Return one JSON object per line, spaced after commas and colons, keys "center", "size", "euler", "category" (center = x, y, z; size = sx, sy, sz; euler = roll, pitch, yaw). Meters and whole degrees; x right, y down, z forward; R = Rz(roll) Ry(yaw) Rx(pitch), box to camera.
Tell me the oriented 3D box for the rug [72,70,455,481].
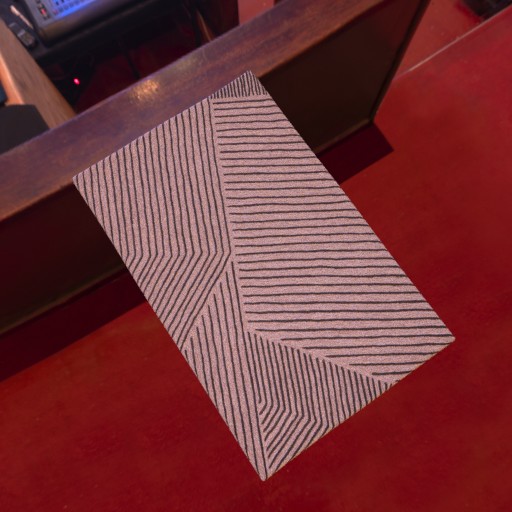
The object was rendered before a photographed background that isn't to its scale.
{"center": [0.000, 0.000, 3.027], "size": [1.539, 0.023, 2.406], "euler": [-34, 80, -7], "category": "rug"}
